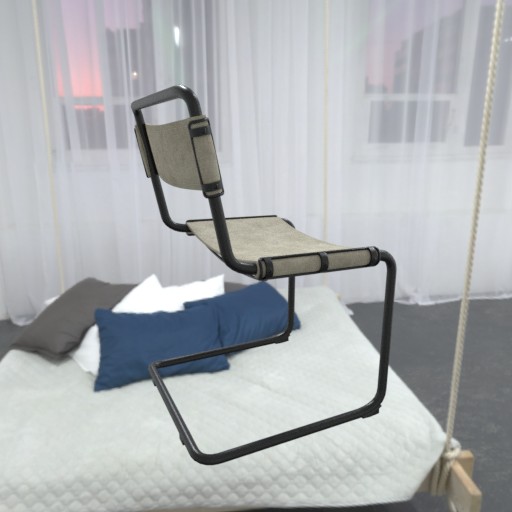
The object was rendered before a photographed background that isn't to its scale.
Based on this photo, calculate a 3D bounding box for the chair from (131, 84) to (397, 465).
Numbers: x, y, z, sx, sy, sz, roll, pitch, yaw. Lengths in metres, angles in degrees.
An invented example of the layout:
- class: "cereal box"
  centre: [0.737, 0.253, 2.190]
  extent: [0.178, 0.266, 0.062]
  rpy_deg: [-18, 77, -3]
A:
- class: "chair"
  centre: [0.000, 0.000, 1.111]
  extent: [0.497, 0.747, 0.499]
  rpy_deg: [-7, 16, -25]
